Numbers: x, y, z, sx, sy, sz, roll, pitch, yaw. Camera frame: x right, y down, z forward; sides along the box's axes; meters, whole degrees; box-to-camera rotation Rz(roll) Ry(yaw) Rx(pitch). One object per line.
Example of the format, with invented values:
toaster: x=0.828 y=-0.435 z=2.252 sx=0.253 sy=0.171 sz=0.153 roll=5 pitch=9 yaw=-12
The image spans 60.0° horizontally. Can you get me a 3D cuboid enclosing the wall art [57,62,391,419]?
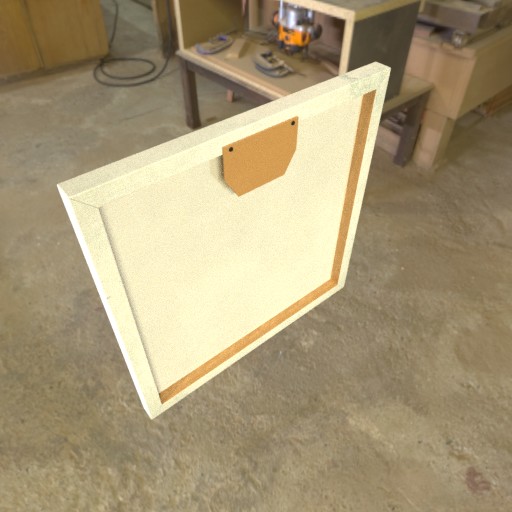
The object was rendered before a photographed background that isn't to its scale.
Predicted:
wall art: x=0.000 y=0.000 z=0.889 sx=0.605 sy=0.605 sz=0.044 roll=-30 pitch=52 yaw=-26
